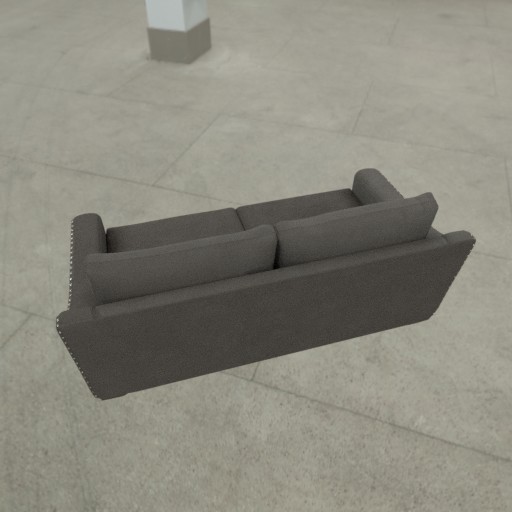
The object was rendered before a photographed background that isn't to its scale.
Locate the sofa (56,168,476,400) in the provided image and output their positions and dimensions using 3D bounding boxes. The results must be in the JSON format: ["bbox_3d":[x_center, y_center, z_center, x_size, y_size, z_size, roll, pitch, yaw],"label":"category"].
[{"bbox_3d":[0.000,0.000,3.289,2.550,1.196,1.336,-11,43,-12],"label":"sofa"}]
